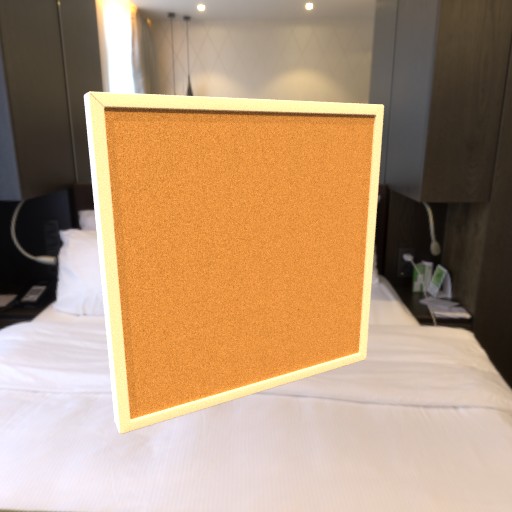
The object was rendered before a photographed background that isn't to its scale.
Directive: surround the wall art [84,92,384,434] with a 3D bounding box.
[{"bbox_3d":[0.000,0.000,0.764,0.508,0.508,0.038,-8,17,-28],"label":"wall art"}]
